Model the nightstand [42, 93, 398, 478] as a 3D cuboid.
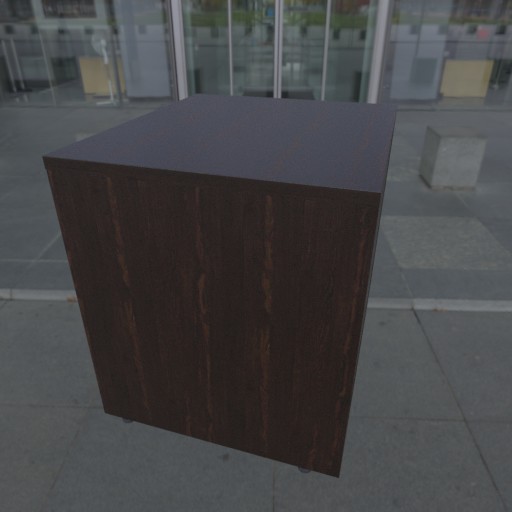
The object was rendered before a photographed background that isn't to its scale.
[{"bbox_3d":[0.000,0.000,0.839,0.427,0.487,0.489,9,31,15],"label":"nightstand"}]
